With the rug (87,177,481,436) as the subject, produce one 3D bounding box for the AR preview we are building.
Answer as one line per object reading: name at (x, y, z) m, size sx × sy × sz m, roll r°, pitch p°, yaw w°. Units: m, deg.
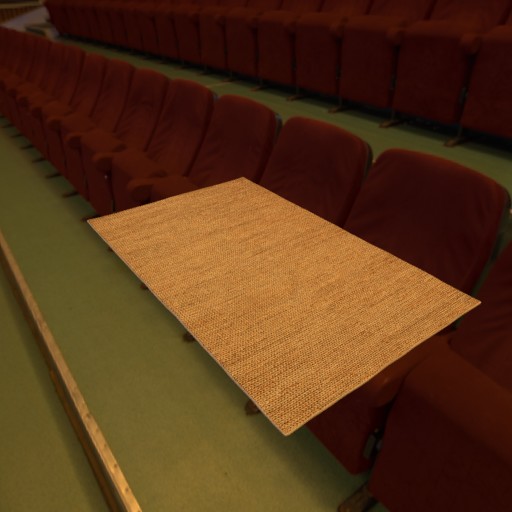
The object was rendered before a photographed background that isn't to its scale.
rug at (0.000, 0.000, 3.069) m, size 1.521 × 0.034 × 2.438 m, roll -22°, pitch 38°, yaw -31°
